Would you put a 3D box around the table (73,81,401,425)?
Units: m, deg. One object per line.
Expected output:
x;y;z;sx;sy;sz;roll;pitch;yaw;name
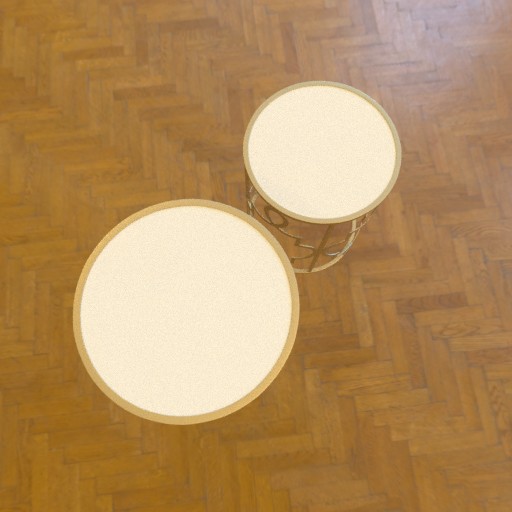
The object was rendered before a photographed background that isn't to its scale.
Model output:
0.000;0.000;1.139;0.420;0.564;0.846;36;78;9;table
